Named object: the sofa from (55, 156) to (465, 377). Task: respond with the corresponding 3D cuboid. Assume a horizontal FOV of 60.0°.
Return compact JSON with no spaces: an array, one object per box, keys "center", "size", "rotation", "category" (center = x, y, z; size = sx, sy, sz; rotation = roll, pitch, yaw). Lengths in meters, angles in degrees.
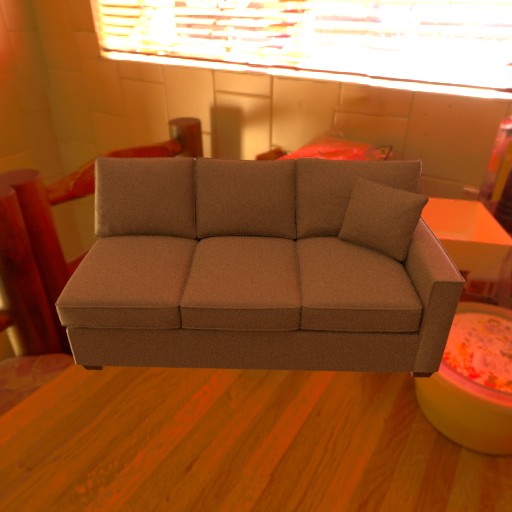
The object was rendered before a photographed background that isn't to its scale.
[{"center":[0.000,0.000,2.557],"size":[1.963,0.946,1.034],"rotation":[1,31,2],"category":"sofa"}]
